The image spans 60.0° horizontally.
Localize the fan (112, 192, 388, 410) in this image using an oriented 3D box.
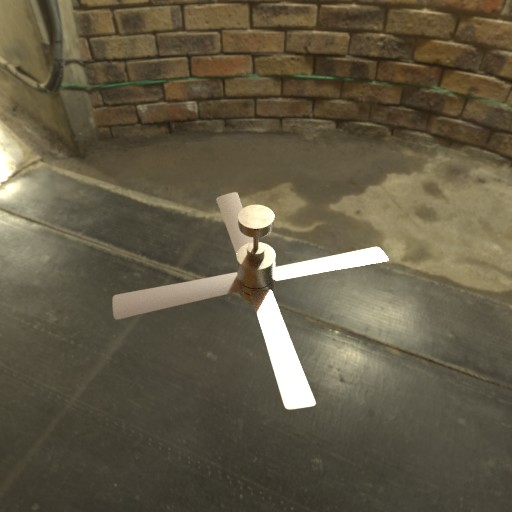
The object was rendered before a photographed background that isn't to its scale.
[{"bbox_3d":[0.000,0.000,2.288,1.525,0.539,1.525,-10,47,-10],"label":"fan"}]
